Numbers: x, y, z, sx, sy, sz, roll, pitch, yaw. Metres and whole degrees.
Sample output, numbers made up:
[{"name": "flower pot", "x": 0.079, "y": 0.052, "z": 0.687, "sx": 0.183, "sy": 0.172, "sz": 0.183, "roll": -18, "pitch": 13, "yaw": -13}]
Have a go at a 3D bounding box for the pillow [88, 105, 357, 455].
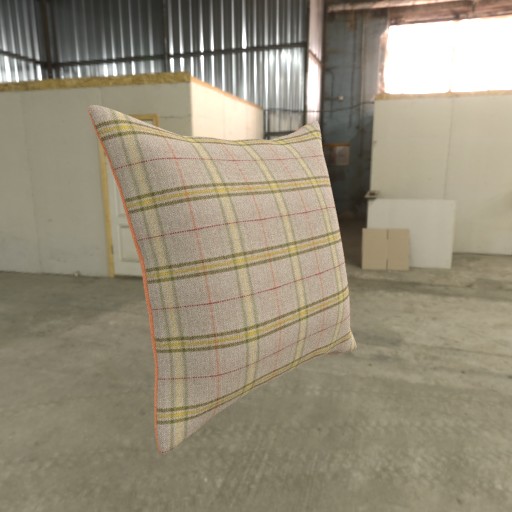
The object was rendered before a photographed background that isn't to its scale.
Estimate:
[{"name": "pillow", "x": 0.000, "y": 0.000, "z": 0.694, "sx": 0.200, "sy": 0.430, "sz": 0.453, "roll": 13, "pitch": 18, "yaw": 43}]
